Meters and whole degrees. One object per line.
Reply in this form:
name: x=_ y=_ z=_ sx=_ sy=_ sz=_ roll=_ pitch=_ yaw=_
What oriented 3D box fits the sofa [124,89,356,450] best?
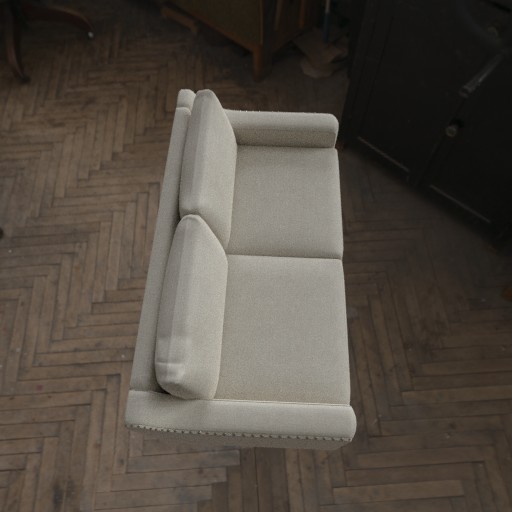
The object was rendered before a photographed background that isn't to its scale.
sofa: x=0.000 y=0.000 z=2.728 sx=1.104 sy=0.983 sz=2.107 roll=2 pitch=63 yaw=1
